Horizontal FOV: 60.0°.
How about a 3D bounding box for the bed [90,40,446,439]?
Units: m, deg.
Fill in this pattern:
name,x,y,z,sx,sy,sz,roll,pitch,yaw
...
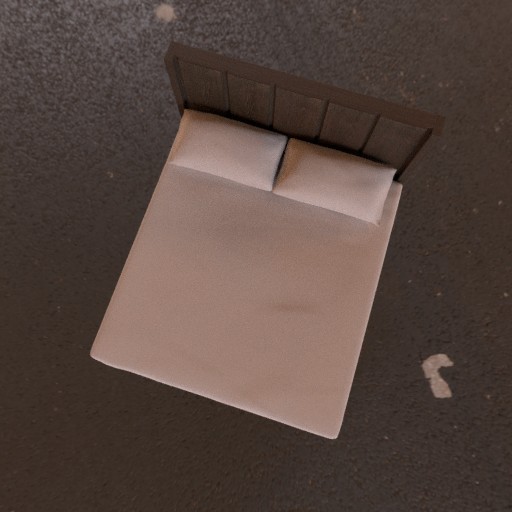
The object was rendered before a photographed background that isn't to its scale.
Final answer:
name,x,y,z,sx,sy,sz,roll,pitch,yaw
bed,0.000,0.000,3.052,1.735,1.261,1.992,17,77,4
